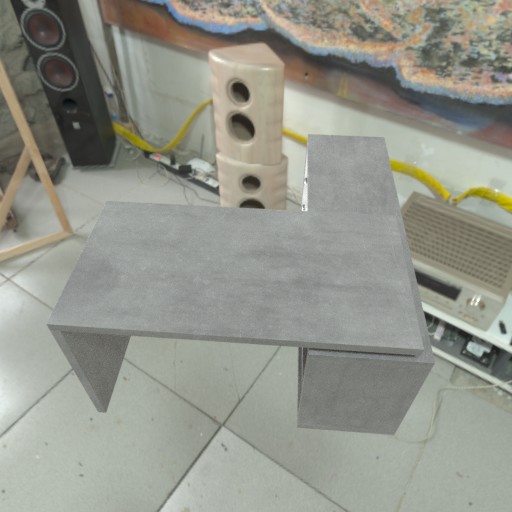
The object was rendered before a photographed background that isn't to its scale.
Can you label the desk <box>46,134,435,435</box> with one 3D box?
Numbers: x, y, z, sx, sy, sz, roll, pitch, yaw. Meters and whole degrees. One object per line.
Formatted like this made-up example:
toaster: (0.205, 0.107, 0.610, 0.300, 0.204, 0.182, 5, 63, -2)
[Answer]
desk: (0.000, 0.000, 2.343, 1.400, 0.740, 1.500, 3, 46, 3)
